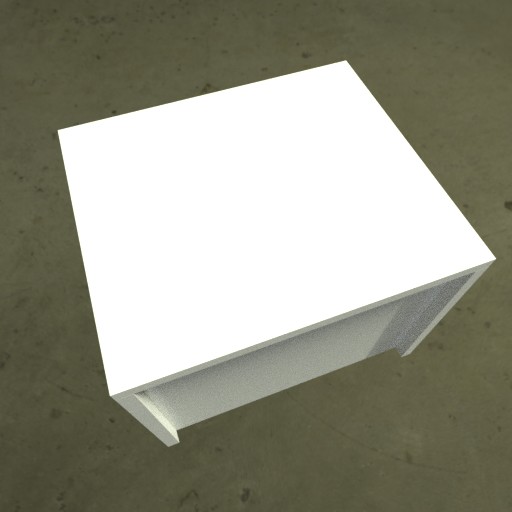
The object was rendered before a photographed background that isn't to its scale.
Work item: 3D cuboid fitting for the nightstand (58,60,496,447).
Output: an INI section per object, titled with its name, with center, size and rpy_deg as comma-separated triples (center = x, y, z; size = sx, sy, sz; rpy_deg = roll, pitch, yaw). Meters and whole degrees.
[nightstand]
center = 0.000, 0.000, 0.744
size = 0.470, 0.351, 0.408
rpy_deg = -18, 60, -10
